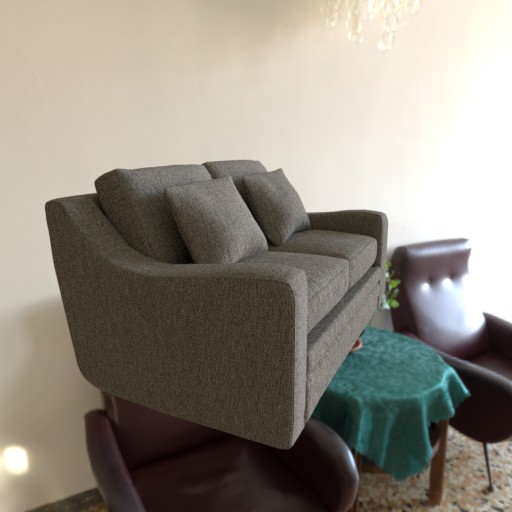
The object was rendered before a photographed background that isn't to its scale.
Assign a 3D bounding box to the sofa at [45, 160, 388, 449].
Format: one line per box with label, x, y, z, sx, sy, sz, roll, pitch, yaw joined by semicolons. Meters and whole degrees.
sofa;0.000;0.000;2.408;1.120;0.991;1.778;7;16;25
